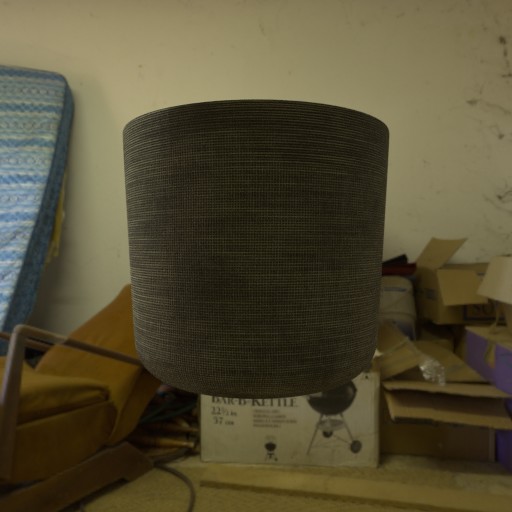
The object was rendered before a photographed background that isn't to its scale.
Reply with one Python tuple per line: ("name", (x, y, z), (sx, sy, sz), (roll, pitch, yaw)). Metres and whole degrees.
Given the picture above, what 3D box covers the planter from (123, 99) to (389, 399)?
("planter", (0.000, 0.000, 0.768), (0.440, 0.398, 0.440), (0, 2, 0))
